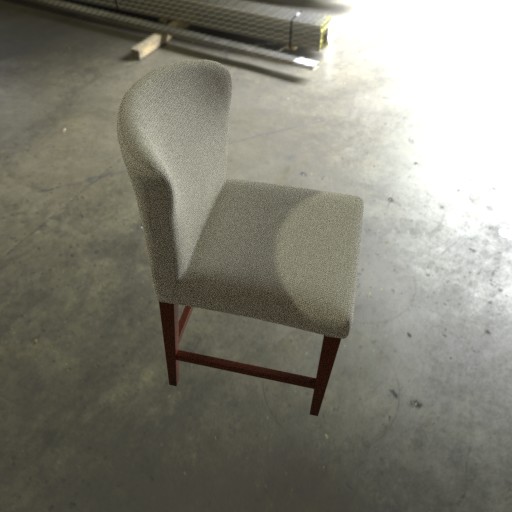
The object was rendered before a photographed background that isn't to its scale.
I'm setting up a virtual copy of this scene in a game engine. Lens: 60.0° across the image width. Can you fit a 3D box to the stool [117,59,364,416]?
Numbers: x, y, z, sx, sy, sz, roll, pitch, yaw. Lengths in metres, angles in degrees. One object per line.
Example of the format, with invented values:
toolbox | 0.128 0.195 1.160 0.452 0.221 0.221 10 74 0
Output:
stool | 0.000 0.000 1.276 0.568 0.969 0.481 10 48 9
